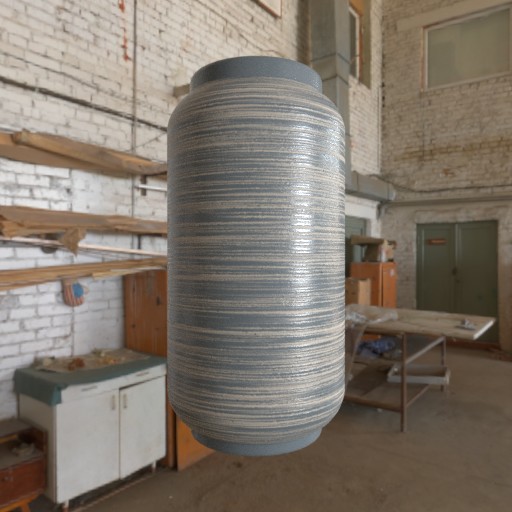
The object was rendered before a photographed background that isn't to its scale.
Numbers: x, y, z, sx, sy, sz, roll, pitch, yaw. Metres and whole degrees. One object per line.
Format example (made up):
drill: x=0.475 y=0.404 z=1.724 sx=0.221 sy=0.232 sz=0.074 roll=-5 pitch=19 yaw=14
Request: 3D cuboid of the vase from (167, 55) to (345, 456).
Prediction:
vase: x=0.000 y=0.000 z=0.296 sx=0.116 sy=0.230 sz=0.116 roll=0 pitch=0 yaw=0
